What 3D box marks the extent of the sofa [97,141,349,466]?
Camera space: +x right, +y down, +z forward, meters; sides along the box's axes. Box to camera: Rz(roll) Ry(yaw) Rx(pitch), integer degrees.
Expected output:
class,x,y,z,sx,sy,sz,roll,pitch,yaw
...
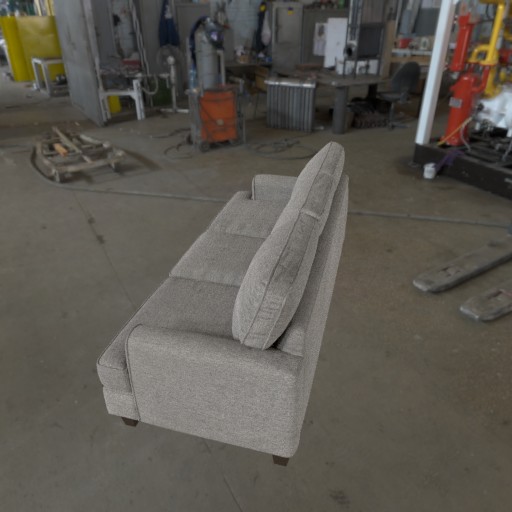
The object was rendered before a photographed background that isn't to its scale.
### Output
class,x,y,z,sx,sy,sz,roll,pitch,yaw
sofa,0.000,0.000,2.750,0.951,0.965,2.158,8,31,13
